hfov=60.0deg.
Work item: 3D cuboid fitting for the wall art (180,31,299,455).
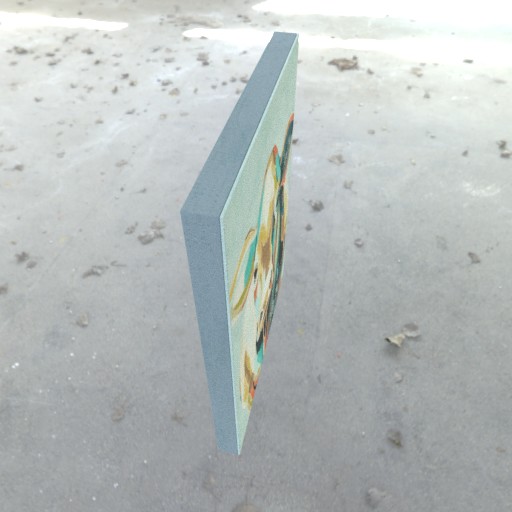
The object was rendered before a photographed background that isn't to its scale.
[{"bbox_3d":[0.000,0.000,0.679,0.037,0.509,0.409,9,47,9],"label":"wall art"}]
